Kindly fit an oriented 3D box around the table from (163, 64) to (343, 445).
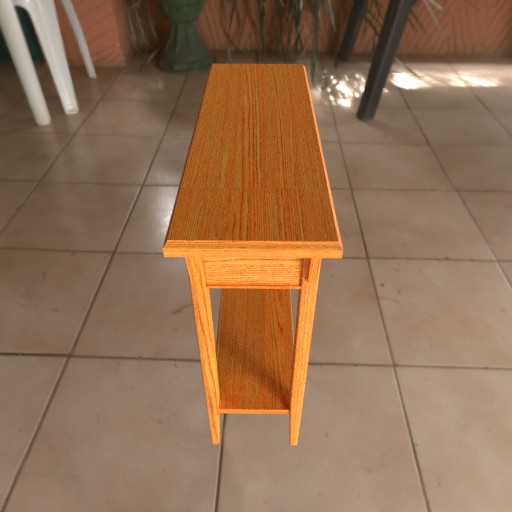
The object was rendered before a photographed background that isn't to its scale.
[{"bbox_3d":[0.000,0.000,1.139,0.254,0.711,0.762,0,41,1],"label":"table"}]
